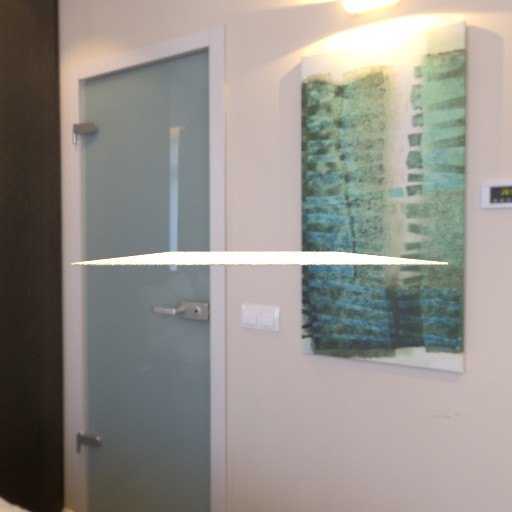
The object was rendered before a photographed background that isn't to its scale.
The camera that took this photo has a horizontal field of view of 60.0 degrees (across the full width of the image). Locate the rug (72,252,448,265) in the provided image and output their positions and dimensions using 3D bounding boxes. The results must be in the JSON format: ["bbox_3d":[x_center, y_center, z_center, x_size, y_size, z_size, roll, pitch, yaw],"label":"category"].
[{"bbox_3d":[0.000,0.000,2.333,1.211,0.007,1.827,0,2,-1],"label":"rug"}]
